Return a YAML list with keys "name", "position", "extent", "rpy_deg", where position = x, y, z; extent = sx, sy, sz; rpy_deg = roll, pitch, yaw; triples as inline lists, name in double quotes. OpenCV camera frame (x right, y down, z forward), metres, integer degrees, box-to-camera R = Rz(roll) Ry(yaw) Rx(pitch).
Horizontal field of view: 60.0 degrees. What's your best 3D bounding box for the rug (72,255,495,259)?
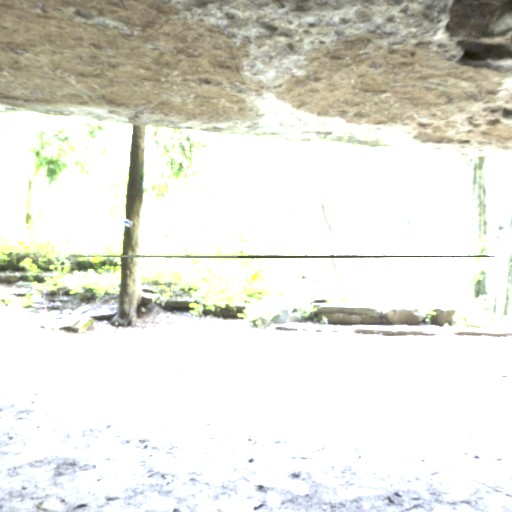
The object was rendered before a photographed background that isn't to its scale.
- name: "rug"
  position: [0.000, 0.000, 3.962]
  extent: [2.407, 0.020, 3.051]
  rpy_deg: [0, 0, -36]
